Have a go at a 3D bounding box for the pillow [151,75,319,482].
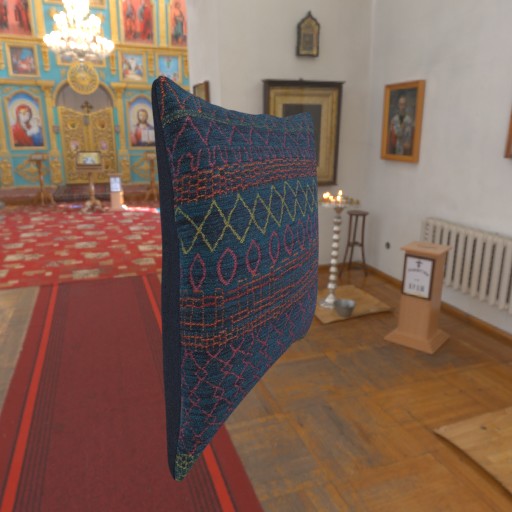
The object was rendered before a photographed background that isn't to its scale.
[{"bbox_3d":[0.000,0.000,0.636,0.141,0.431,0.431,7,15,24],"label":"pillow"}]
